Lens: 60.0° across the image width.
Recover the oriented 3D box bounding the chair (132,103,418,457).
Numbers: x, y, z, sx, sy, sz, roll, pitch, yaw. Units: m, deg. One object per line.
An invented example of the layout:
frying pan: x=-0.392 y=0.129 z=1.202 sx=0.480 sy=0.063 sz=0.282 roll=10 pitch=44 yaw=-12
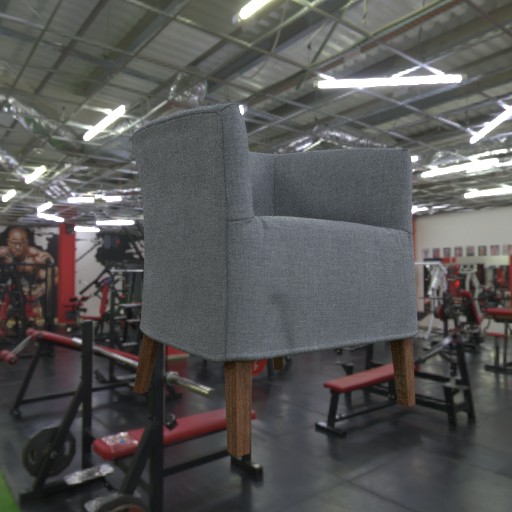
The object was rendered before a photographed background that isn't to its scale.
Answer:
chair: x=0.000 y=0.000 z=1.244 sx=0.600 sy=0.771 sz=0.668 roll=1 pitch=-2 yaw=-36
